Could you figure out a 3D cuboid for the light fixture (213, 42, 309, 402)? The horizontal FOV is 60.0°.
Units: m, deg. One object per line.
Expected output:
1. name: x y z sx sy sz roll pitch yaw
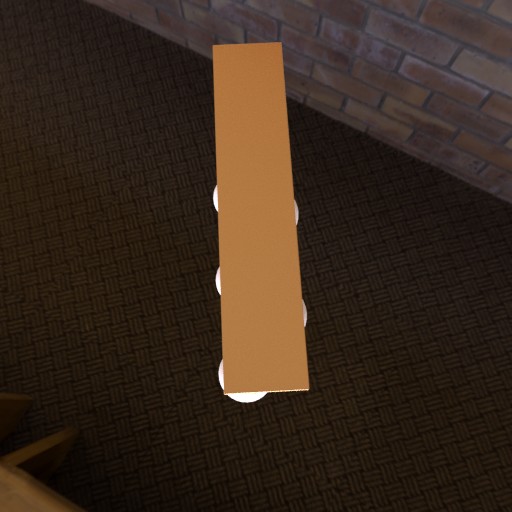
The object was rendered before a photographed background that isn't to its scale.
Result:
1. light fixture: 0.000 0.000 1.329 0.299 0.869 0.863 -3 75 -1
